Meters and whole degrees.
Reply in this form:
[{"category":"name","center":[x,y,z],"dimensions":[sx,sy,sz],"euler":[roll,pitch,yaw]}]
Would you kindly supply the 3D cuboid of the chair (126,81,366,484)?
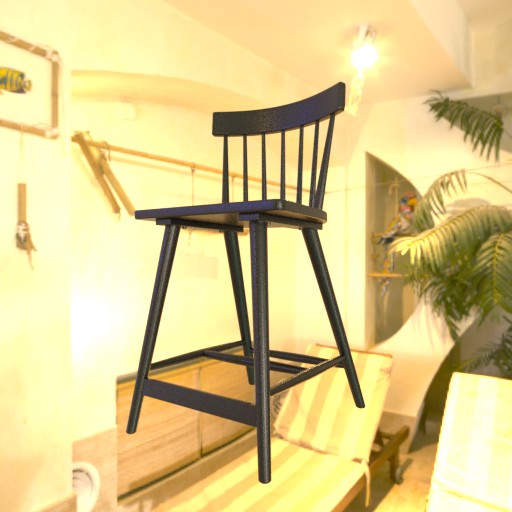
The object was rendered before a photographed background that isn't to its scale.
[{"category":"chair","center":[0.000,0.000,1.282],"dimensions":[0.483,0.952,0.572],"euler":[0,1,36]}]
